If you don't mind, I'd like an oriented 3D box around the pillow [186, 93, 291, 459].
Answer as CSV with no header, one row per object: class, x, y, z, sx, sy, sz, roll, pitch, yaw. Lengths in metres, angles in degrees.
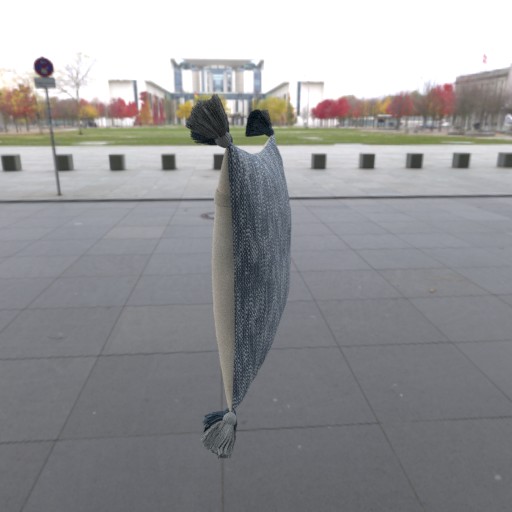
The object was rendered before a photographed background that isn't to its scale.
pillow,0.000,0.000,0.955,0.138,0.634,0.614,3,17,10
